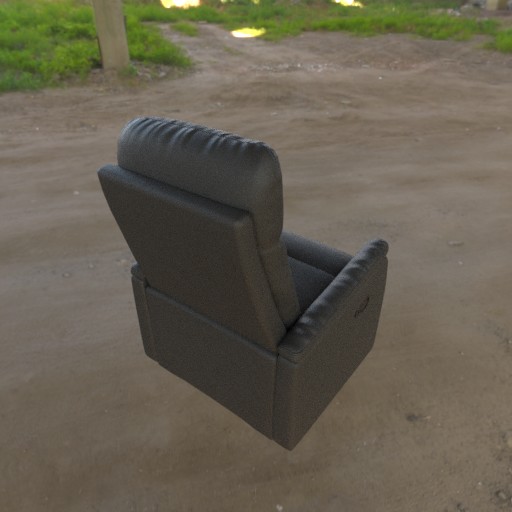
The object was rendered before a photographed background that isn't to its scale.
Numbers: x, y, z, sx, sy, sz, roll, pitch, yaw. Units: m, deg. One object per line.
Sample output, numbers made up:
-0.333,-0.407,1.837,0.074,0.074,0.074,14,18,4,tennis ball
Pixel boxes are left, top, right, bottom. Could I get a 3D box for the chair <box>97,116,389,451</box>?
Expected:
0.000,0.000,1.637,0.775,1.082,0.831,23,39,31,chair
